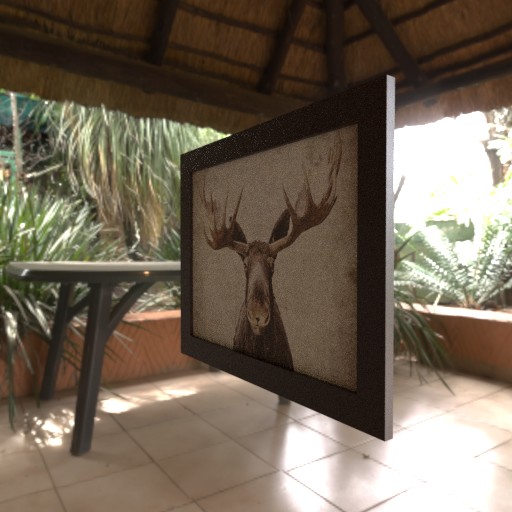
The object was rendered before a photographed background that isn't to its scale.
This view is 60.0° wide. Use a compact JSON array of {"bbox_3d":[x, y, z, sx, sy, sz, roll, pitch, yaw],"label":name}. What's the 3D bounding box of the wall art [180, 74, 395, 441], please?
[{"bbox_3d":[0.000,0.000,1.650,0.034,0.952,1.207,-1,1,-35],"label":"wall art"}]
